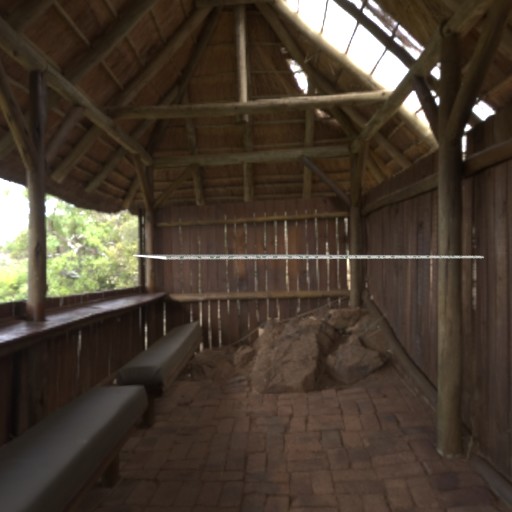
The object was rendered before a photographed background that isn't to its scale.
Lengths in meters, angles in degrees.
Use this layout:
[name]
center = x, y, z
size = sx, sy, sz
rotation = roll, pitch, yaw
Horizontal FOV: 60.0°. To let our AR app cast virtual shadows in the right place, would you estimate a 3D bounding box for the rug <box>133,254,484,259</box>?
[rug]
center = 0.000, 0.000, 3.056
size = 1.517, 0.011, 2.435
rotation = 0, 0, -18
